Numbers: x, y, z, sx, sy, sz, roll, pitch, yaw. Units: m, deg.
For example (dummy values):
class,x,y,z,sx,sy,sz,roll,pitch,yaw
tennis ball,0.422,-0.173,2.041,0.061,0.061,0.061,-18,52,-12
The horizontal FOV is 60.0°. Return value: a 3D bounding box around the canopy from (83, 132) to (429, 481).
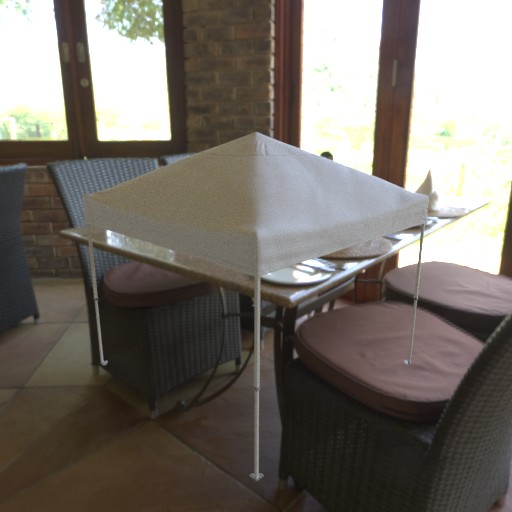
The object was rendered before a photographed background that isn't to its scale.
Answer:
class,x,y,z,sx,sy,sz,roll,pitch,yaw
canopy,0.000,0.000,5.561,2.998,2.997,2.996,15,22,43
